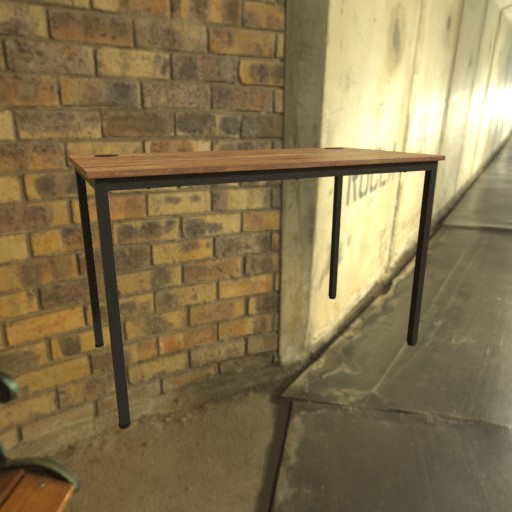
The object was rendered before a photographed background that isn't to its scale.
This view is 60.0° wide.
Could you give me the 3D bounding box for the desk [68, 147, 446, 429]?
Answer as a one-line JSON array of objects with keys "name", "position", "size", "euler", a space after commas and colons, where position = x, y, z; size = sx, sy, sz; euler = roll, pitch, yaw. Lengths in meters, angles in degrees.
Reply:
[{"name": "desk", "position": [0.000, 0.000, 1.680], "size": [1.200, 0.749, 0.600], "euler": [-8, 19, -25]}]
